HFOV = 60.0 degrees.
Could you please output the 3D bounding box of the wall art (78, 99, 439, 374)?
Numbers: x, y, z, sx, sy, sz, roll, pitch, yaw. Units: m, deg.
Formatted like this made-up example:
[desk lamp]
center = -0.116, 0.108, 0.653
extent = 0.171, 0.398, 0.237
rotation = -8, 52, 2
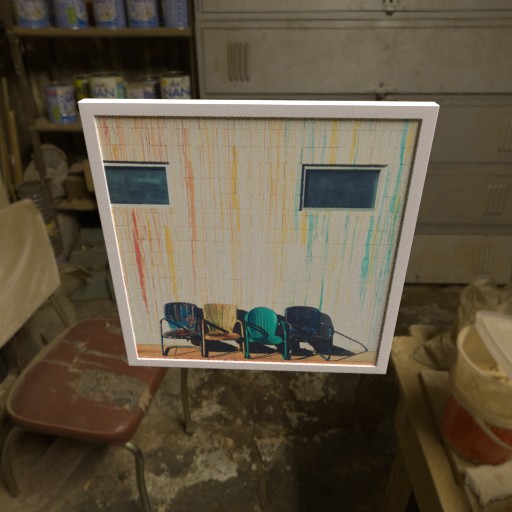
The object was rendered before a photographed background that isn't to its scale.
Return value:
[wall art]
center = 0.000, 0.000, 1.137
extent = 0.760, 0.760, 0.036
rotation = 1, 30, 2
